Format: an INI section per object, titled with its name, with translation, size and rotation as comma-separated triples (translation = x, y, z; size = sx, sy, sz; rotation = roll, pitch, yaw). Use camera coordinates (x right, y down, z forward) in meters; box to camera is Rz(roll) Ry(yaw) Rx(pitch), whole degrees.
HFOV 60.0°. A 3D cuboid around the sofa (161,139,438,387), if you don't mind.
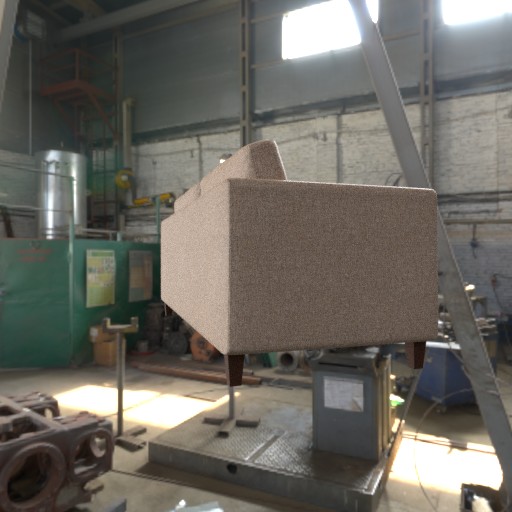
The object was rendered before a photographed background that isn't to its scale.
[sofa]
translation = 0.000, 0.000, 2.740
size = 0.951, 0.965, 2.208
rotation = 0, 0, -18
